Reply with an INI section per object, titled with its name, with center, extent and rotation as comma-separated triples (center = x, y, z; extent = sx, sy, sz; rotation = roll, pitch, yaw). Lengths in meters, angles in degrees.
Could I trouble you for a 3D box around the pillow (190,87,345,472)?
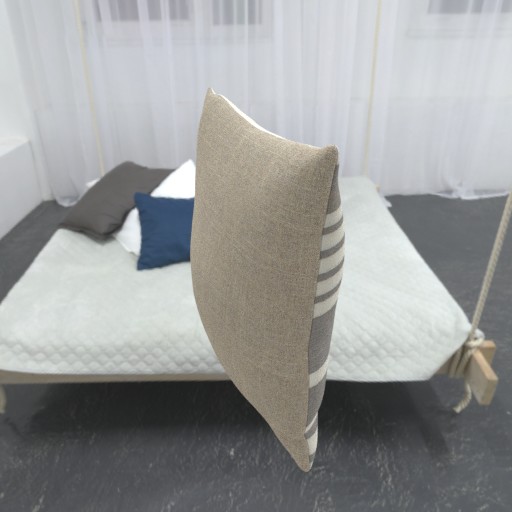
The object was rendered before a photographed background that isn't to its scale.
[pillow]
center = 0.000, 0.000, 0.673
extent = 0.182, 0.440, 0.439
rotation = -10, 31, -18
